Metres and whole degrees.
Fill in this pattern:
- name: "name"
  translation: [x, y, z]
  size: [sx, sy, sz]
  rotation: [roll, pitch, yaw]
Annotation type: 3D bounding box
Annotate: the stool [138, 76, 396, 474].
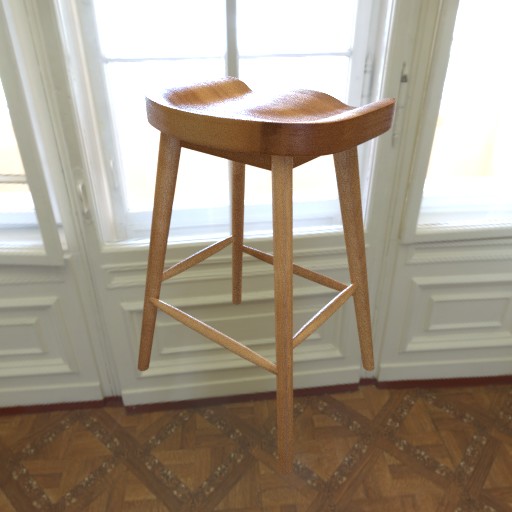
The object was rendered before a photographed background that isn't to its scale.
- name: "stool"
  translation: [0.000, 0.000, 0.893]
  size: [0.440, 0.615, 0.361]
  rotation: [22, 37, 33]
